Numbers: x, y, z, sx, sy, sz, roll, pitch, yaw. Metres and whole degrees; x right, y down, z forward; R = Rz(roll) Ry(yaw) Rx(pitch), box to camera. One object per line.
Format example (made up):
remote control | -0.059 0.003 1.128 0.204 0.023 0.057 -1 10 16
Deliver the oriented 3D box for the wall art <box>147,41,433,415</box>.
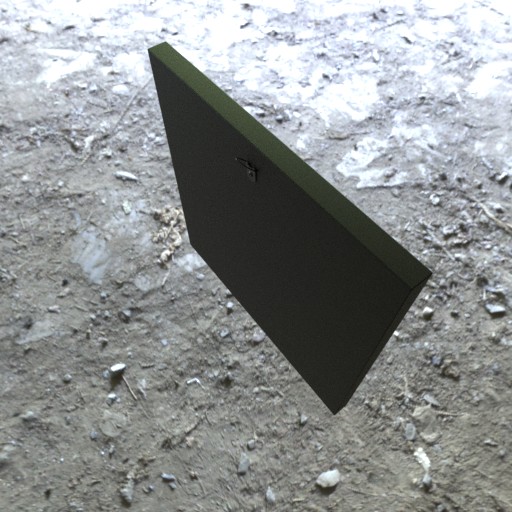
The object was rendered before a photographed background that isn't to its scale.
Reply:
wall art | 0.000 0.000 0.519 0.038 0.349 0.349 -33 63 -19
